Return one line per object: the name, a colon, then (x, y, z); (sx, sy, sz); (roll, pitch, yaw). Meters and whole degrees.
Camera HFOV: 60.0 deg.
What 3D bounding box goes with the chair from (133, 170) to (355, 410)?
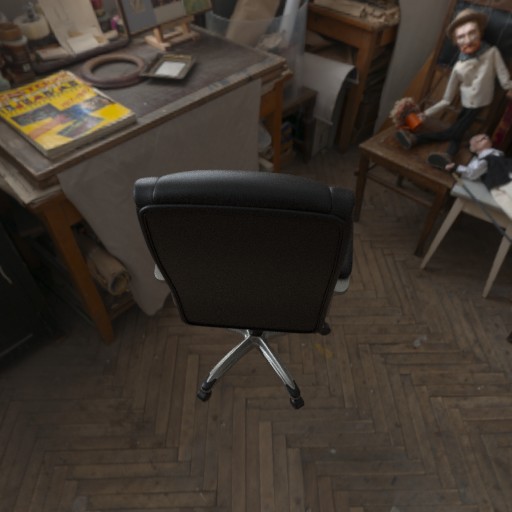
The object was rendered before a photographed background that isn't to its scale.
chair: (0.000, 0.000, 1.542); (0.663, 1.155, 0.739); (4, 47, 3)
